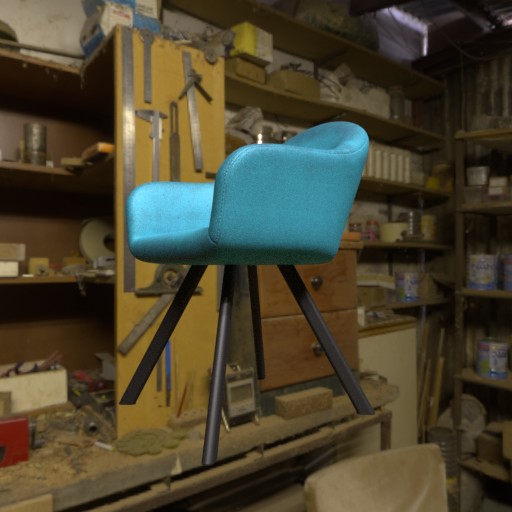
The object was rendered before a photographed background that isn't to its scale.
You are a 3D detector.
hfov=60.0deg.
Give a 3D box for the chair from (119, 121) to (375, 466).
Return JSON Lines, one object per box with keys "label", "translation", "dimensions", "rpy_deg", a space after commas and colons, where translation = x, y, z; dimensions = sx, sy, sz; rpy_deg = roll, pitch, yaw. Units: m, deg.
{"label": "chair", "translation": [0.000, 0.000, 1.167], "dimensions": [0.570, 0.780, 0.540], "rpy_deg": [1, -2, -36]}
